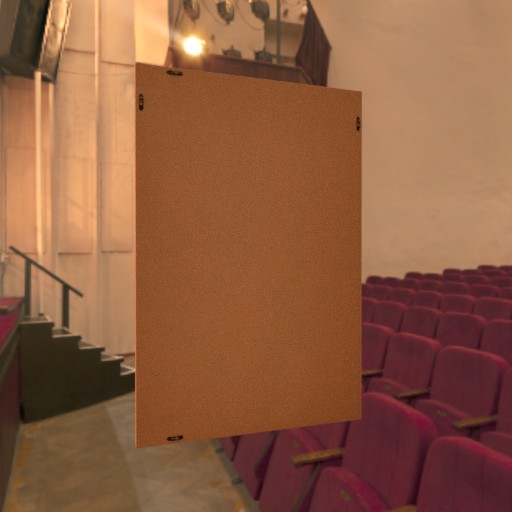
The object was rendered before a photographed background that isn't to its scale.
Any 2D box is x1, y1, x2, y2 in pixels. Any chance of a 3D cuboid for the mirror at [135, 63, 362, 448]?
[{"bbox_3d":[0.000,0.000,1.159,0.609,0.915,0.041,0,0,-18],"label":"mirror"}]
